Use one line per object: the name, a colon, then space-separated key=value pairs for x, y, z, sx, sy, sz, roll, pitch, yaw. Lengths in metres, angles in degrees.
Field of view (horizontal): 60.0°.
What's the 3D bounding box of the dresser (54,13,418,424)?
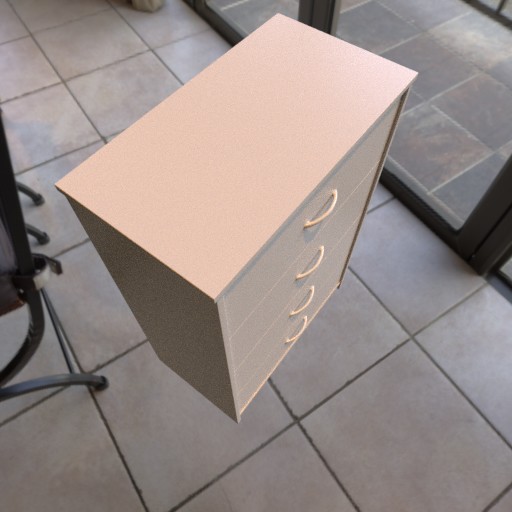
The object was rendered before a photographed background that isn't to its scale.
dresser: x=0.000 y=0.000 z=1.335 sx=0.401 sy=1.021 sz=0.704 roll=33 pitch=64 yaw=19
